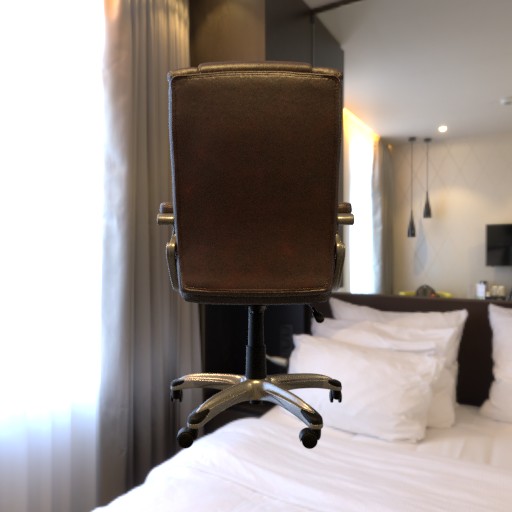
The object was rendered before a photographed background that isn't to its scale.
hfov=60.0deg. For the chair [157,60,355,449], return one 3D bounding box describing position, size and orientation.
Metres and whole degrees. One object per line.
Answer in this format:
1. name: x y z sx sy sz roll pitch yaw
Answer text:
1. chair: 0.000 0.000 1.581 0.656 1.128 0.692 0 1 0
